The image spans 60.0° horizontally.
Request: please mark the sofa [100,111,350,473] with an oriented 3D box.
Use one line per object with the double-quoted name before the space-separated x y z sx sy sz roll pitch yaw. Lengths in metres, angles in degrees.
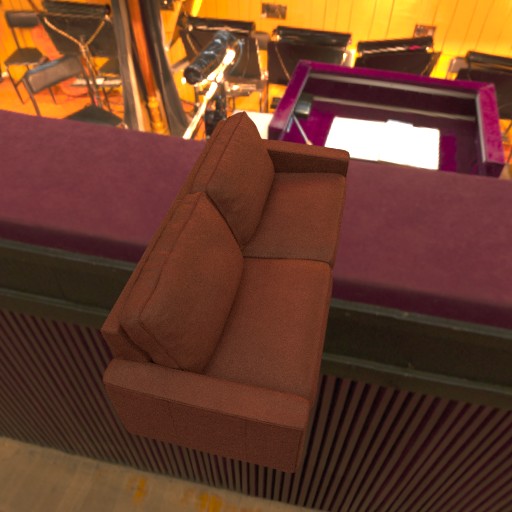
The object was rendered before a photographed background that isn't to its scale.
"sofa" 0.000 0.000 2.627 0.940 0.919 2.080 10 47 9
